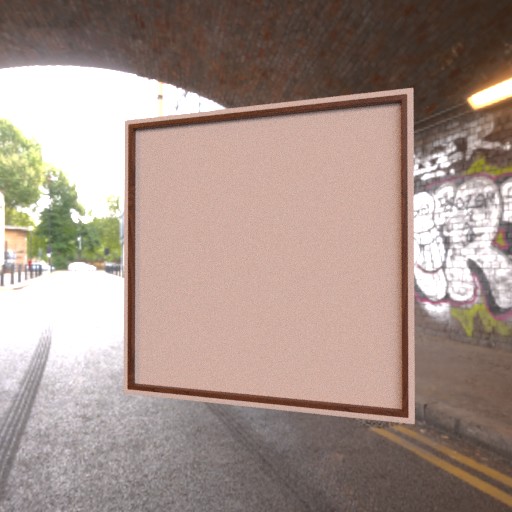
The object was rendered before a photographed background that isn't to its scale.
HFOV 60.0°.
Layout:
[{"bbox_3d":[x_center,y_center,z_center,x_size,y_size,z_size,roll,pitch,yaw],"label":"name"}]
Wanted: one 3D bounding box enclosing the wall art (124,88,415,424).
[{"bbox_3d":[0.000,0.000,1.504,1.009,1.009,0.049,0,-1,18],"label":"wall art"}]
